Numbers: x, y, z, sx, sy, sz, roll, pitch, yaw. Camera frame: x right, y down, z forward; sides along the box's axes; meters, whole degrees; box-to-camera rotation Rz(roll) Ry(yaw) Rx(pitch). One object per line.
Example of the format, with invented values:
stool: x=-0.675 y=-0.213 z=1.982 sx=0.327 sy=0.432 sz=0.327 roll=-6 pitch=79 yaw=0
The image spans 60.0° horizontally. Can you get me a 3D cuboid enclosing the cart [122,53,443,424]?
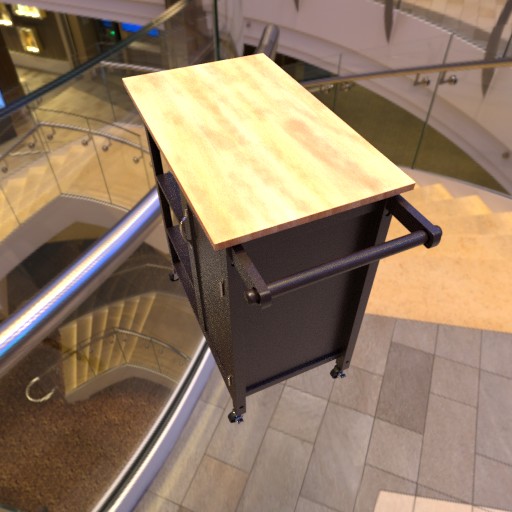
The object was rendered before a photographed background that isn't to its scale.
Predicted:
cart: x=0.000 y=0.000 z=1.425 sx=0.472 sy=0.878 sz=0.914 roll=-18 pitch=48 yaw=-17
